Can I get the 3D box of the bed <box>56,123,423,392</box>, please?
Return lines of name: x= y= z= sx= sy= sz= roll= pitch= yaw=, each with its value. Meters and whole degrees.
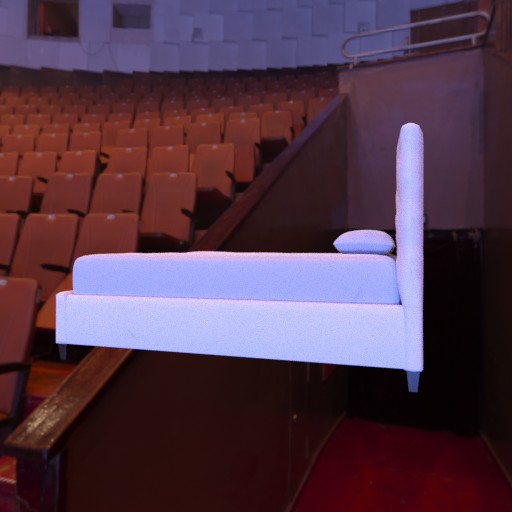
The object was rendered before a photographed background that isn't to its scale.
bed: x=0.000 y=0.000 z=3.479 sx=2.387 sy=1.427 sz=1.698 roll=0 pitch=1 yaw=18
